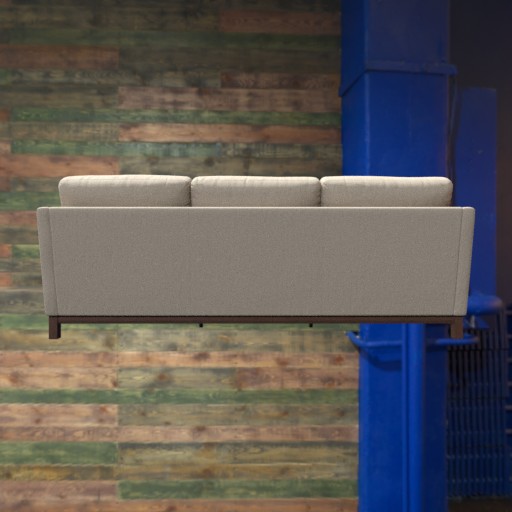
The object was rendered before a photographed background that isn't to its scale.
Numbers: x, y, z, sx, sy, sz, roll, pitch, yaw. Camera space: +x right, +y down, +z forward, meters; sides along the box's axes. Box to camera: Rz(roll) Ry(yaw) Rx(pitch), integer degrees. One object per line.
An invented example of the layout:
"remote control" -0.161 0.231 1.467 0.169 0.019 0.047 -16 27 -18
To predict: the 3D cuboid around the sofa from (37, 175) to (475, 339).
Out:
"sofa" 0.000 0.000 2.802 2.321 0.913 1.000 0 0 0
